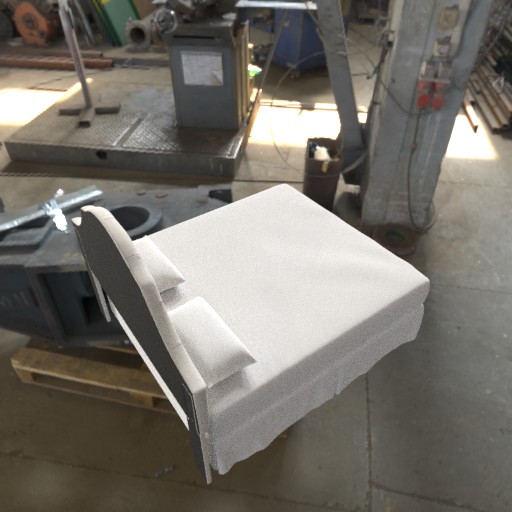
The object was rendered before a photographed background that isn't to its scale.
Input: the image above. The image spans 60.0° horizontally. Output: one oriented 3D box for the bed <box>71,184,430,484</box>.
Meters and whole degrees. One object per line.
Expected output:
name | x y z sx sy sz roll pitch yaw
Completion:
bed | 0.000 0.000 3.572 2.214 1.615 2.008 -25 46 -27
